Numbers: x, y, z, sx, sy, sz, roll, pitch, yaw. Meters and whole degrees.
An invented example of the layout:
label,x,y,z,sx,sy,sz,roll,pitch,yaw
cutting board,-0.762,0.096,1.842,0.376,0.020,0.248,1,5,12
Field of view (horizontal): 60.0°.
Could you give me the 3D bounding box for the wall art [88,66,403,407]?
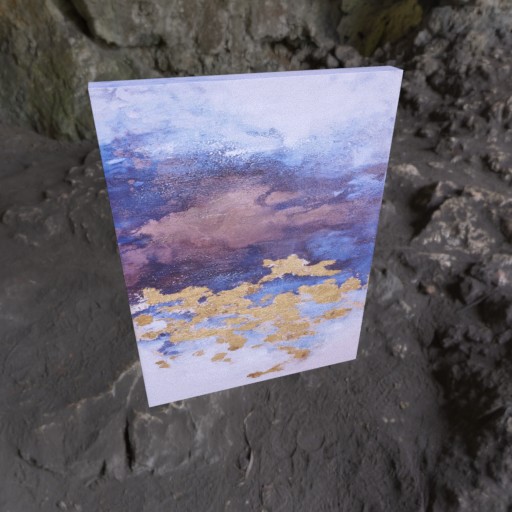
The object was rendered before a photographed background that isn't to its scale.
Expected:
label,x,y,z,sx,sy,sz,roll,pitch,yaw
wall art,0.000,0.000,0.759,0.437,0.581,0.036,-9,33,-14
